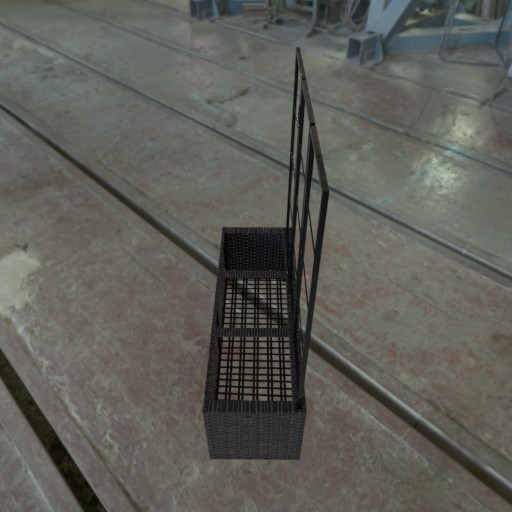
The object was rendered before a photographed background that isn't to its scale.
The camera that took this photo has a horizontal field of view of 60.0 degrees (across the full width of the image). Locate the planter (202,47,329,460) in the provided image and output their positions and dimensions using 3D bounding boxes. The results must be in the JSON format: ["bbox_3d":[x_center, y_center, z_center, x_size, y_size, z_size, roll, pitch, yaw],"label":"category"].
[{"bbox_3d":[0.000,0.000,1.167,0.244,0.841,0.699,0,42,0],"label":"planter"}]
